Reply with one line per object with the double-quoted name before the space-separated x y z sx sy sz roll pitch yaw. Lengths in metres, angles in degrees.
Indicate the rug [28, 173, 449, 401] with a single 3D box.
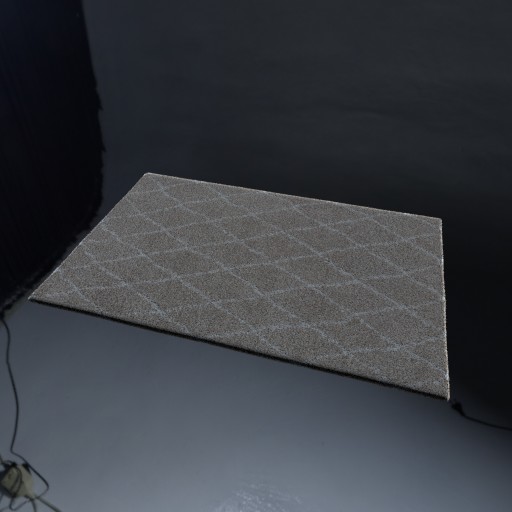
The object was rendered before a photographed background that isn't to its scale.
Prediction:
"rug" 0.000 0.000 3.385 2.743 0.030 1.778 11 42 12
